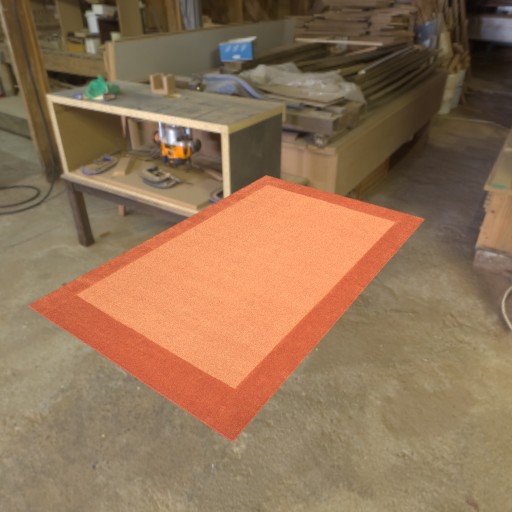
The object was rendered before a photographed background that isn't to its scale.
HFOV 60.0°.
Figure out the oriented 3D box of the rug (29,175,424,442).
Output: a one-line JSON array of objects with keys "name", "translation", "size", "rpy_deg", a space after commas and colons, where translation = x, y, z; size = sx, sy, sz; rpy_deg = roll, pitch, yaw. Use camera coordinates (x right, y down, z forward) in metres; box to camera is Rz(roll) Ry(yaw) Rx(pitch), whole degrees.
[{"name": "rug", "translation": [0.000, 0.000, 3.043], "size": [1.524, 0.014, 2.438], "rpy_deg": [21, 38, 30]}]
